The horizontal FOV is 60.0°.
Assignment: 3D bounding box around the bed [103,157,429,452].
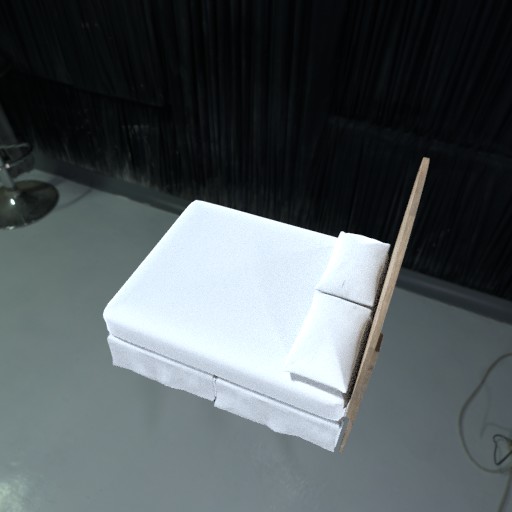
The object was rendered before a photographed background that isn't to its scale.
[{"bbox_3d":[0.000,0.000,3.489,2.112,2.002,1.713,17,48,16],"label":"bed"}]
